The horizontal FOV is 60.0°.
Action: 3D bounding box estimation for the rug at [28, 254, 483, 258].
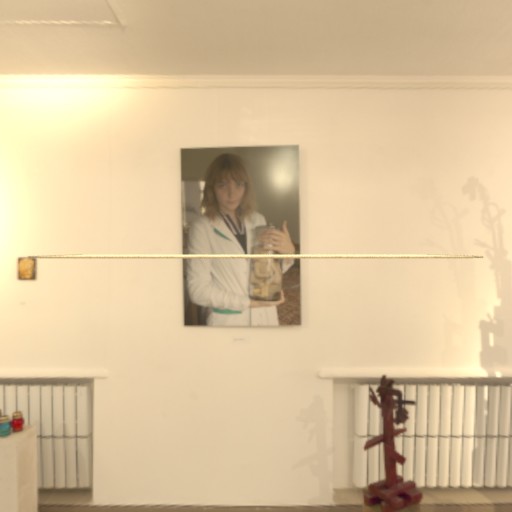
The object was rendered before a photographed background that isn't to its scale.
[{"bbox_3d":[0.000,0.000,2.868,2.544,0.015,0.795,0,1,0],"label":"rug"}]
